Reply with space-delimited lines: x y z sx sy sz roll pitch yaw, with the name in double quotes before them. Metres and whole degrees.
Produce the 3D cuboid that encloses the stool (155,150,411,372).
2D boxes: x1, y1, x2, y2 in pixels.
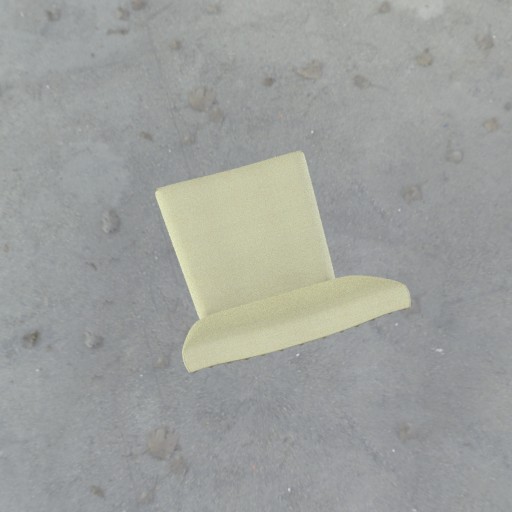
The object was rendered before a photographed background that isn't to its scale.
"stool" 0.000 0.000 1.350 0.508 0.986 0.623 -16 75 -4
